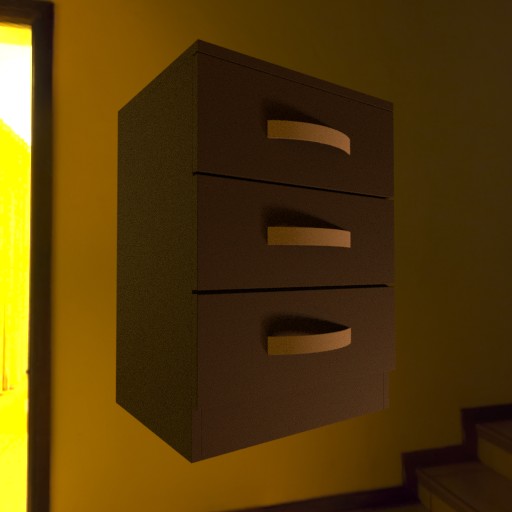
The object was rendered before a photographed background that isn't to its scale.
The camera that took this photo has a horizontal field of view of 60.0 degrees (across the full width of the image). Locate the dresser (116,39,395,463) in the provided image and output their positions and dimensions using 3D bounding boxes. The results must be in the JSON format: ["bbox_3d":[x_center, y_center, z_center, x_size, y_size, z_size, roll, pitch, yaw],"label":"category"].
[{"bbox_3d":[0.000,0.000,0.817,0.400,0.560,0.360,1,-2,-35],"label":"dresser"}]
